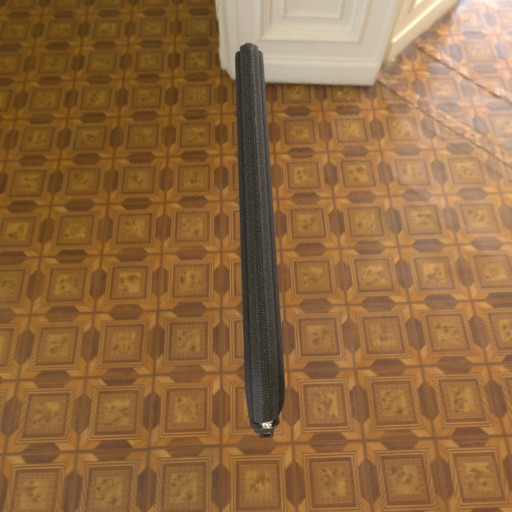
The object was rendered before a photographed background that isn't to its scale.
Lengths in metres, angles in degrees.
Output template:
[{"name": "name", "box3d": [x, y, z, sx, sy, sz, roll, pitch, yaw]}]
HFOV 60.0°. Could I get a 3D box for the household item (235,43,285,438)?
[{"name": "household item", "box3d": [0.000, 0.000, 0.516, 0.030, 0.305, 0.396, -2, 65, -1]}]
